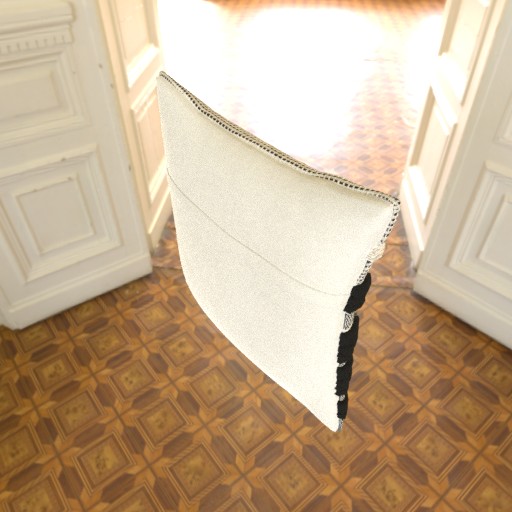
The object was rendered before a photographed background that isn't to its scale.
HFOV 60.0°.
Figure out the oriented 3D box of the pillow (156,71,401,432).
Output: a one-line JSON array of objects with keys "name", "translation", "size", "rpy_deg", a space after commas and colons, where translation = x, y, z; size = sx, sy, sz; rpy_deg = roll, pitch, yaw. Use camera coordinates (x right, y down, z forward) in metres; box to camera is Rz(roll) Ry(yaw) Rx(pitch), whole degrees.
[{"name": "pillow", "translation": [0.000, 0.000, 0.675], "size": [0.156, 0.438, 0.436], "rpy_deg": [-29, 50, -28]}]
